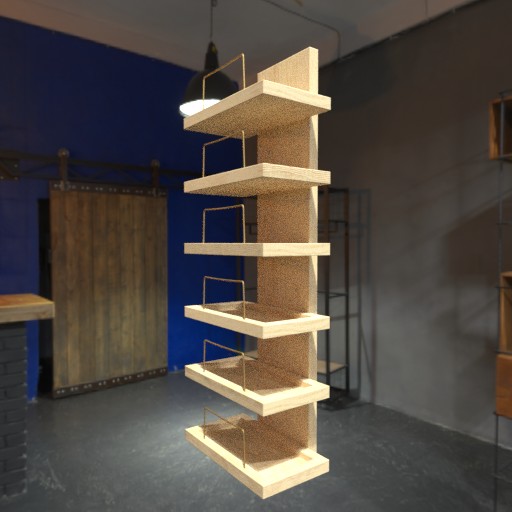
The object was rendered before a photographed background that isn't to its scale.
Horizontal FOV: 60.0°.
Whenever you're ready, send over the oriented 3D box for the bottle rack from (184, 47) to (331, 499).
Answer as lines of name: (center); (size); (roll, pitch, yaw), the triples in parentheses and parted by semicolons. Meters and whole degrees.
bottle rack: (0.000, 0.000, 1.045); (0.206, 0.943, 0.330); (-1, 2, -36)
